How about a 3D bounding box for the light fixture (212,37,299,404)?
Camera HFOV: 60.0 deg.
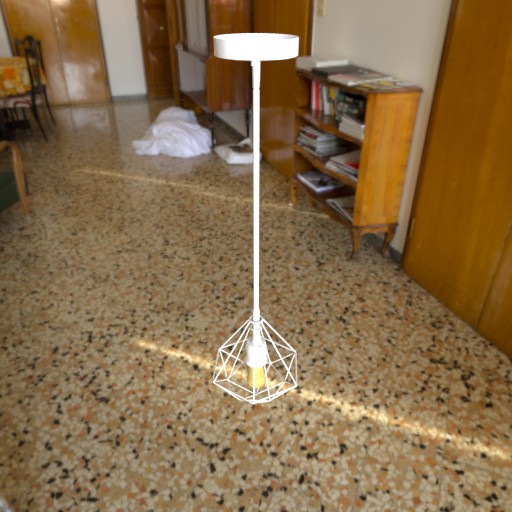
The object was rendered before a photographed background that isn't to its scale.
[{"bbox_3d":[0.000,0.000,1.984,0.487,1.764,0.431,18,35,28],"label":"light fixture"}]
